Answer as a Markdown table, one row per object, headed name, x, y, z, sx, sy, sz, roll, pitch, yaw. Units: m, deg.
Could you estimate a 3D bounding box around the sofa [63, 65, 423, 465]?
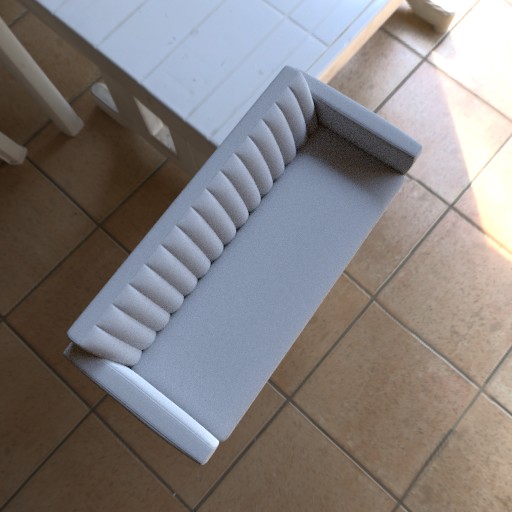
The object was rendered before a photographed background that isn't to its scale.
| name | x | y | z | sx | sy | sz | roll | pitch | yaw |
| --- | --- | --- | --- | --- | --- | --- | --- | --- | --- |
| sofa | 0.000 | 0.000 | 2.768 | 0.990 | 0.821 | 2.291 | 35 | 78 | 8 |
